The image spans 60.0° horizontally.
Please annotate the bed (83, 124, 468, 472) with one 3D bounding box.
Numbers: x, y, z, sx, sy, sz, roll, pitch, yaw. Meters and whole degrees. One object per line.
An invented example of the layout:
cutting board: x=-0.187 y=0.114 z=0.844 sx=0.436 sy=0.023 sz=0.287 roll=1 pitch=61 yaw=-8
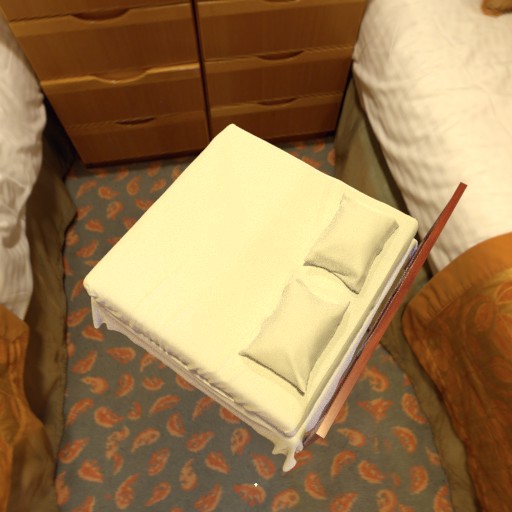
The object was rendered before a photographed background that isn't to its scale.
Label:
bed: x=0.000 y=0.000 z=3.567 sx=2.219 sy=1.271 sz=2.314 roll=31 pitch=67 yaw=15
